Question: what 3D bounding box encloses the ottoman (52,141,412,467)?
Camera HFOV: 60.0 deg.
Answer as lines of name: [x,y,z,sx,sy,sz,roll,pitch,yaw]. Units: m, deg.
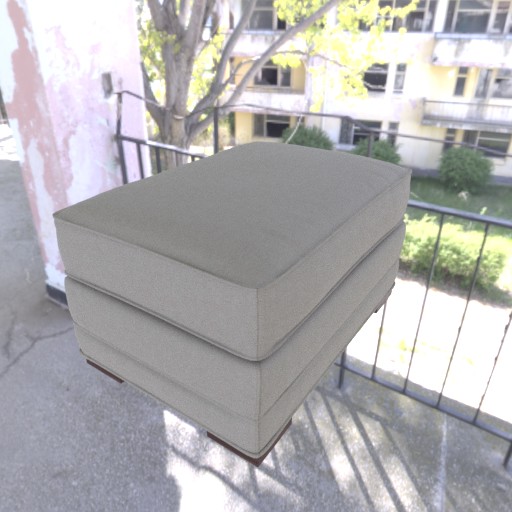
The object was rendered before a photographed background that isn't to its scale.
ottoman: [0.000,0.000,1.241,0.611,0.482,0.848,18,33,30]
